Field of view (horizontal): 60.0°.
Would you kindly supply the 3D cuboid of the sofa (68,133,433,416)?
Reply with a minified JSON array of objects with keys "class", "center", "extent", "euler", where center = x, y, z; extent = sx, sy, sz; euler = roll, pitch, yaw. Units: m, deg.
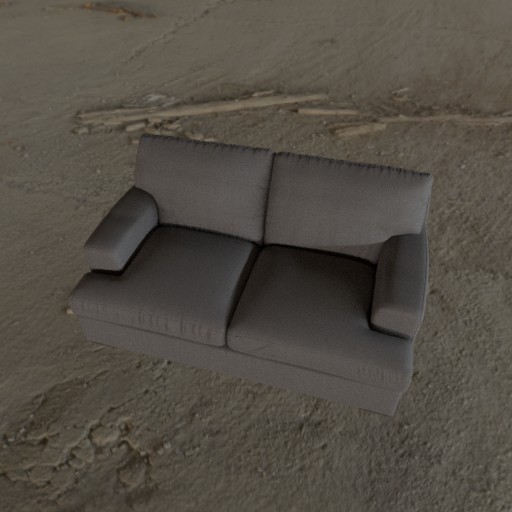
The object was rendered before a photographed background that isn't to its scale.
[{"class":"sofa","center":[0.000,0.000,2.568],"extent":[1.880,0.940,1.143],"euler":[11,43,12]}]
